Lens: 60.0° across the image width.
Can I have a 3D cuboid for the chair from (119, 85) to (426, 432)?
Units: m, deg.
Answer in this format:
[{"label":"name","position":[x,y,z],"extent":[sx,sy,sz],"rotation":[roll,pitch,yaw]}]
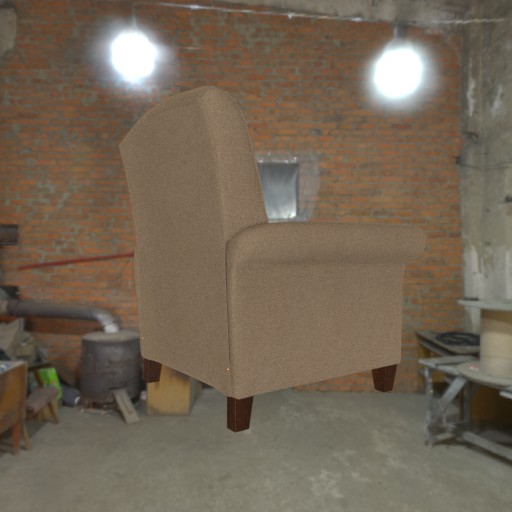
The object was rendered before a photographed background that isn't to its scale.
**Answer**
[{"label":"chair","position":[0.000,0.000,1.801],"extent":[0.905,1.061,0.978],"rotation":[1,-1,-36]}]
